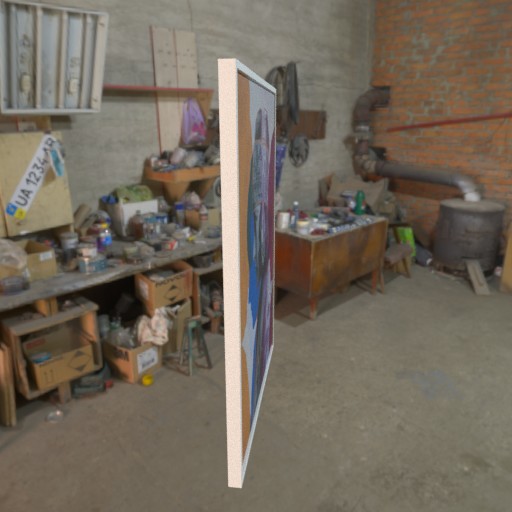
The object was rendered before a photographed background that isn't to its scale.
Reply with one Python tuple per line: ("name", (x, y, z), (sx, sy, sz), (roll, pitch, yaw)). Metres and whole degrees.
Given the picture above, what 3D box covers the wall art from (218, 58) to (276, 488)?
("wall art", (0.000, 0.000, 1.406), (0.039, 1.050, 0.795), (2, 17, 8))
